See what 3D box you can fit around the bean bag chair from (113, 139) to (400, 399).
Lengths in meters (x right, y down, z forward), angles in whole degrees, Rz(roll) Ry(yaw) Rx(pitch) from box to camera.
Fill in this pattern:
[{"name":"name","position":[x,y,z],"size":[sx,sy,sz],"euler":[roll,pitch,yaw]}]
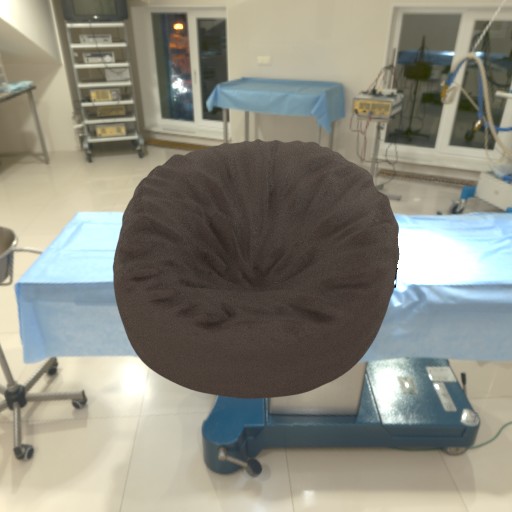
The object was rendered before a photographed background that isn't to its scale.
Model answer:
[{"name":"bean bag chair","position":[0.000,0.000,2.025],"size":[1.245,0.821,1.245],"euler":[0,30,0]}]
